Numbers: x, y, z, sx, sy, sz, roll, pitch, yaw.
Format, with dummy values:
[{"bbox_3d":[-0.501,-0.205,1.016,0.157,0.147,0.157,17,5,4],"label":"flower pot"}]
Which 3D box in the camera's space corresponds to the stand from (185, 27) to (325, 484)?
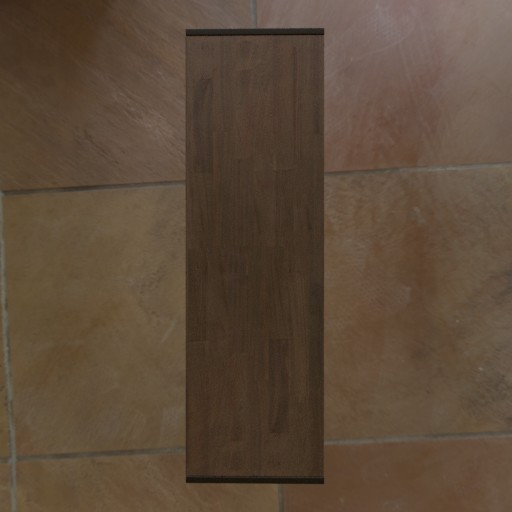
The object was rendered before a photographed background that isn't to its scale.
[{"bbox_3d":[0.000,0.000,1.692,0.454,0.506,1.480,0,90,1],"label":"stand"}]
